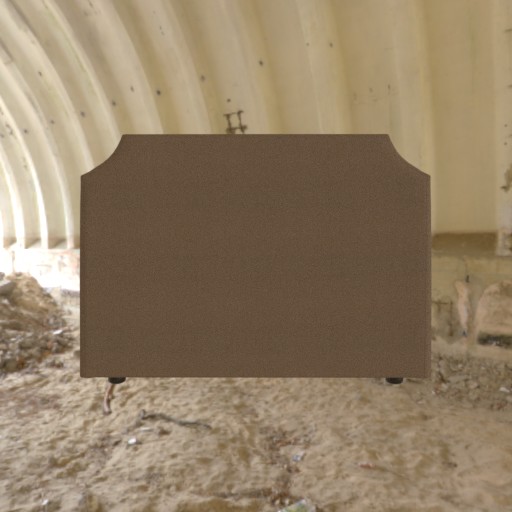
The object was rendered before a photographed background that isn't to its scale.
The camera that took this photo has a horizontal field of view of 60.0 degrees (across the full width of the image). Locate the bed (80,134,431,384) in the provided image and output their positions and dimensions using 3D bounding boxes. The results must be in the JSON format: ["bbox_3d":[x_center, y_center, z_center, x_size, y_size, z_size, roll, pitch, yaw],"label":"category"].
[{"bbox_3d":[0.000,0.000,3.343,1.828,1.303,2.164,0,1,0],"label":"bed"}]
